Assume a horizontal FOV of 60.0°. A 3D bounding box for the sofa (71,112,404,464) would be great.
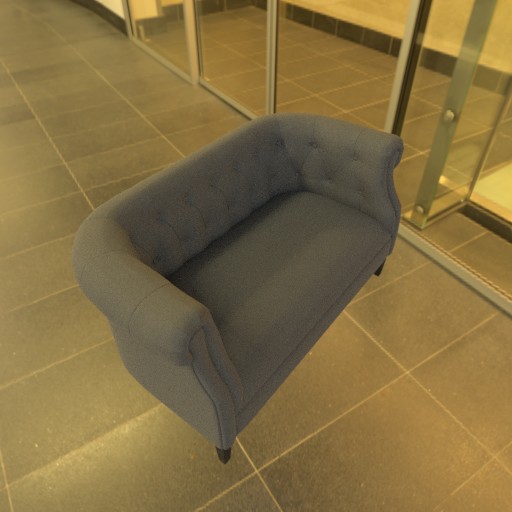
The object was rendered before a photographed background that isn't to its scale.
[{"bbox_3d":[0.000,0.000,2.052,0.835,0.827,1.558,27,49,27],"label":"sofa"}]
